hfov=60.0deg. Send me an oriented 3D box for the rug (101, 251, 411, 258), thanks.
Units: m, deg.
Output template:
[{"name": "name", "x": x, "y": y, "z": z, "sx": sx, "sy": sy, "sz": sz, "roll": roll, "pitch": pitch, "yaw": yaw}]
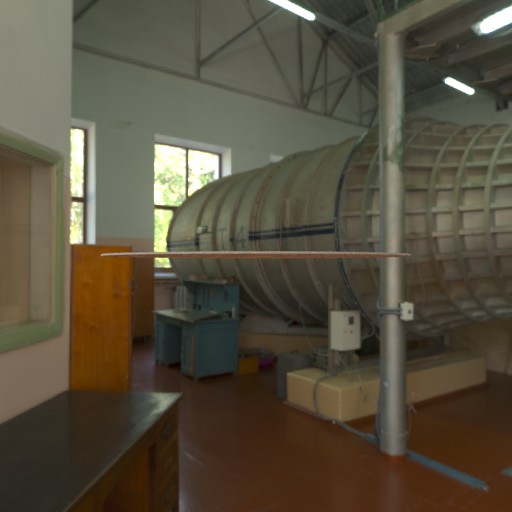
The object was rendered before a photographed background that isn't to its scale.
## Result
[{"name": "rug", "x": 0.000, "y": 0.000, "z": 2.418, "sx": 1.598, "sy": 0.010, "sz": 1.598, "roll": 0, "pitch": -1, "yaw": 0}]
